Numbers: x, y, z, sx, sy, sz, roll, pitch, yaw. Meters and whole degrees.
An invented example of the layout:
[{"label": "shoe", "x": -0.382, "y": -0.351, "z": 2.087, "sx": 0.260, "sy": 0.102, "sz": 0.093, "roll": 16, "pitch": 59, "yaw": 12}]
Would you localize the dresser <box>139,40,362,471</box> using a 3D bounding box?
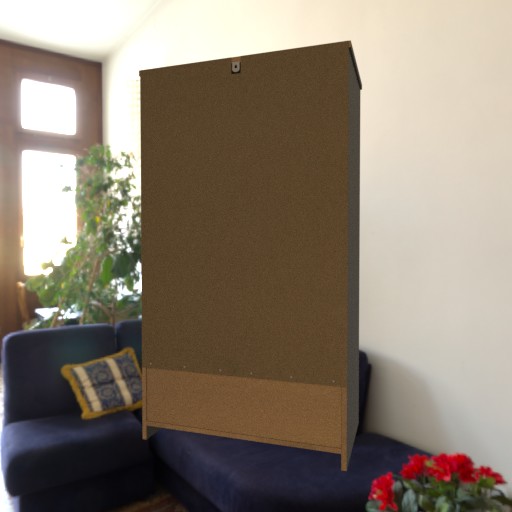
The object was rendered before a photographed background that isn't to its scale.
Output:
[{"label": "dresser", "x": 0.000, "y": 0.000, "z": 1.585, "sx": 0.704, "sy": 1.255, "sz": 0.399, "roll": 0, "pitch": 1, "yaw": 18}]
